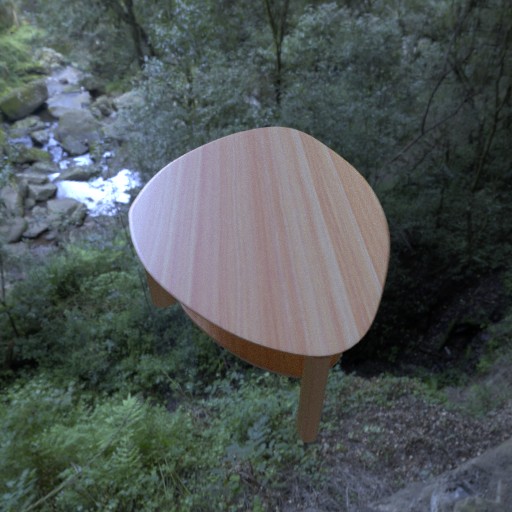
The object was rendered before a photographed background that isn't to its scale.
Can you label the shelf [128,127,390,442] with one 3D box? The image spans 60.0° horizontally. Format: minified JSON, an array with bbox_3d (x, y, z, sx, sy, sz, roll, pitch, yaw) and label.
[{"bbox_3d":[0.000,0.000,1.632,0.845,0.440,1.246,-2,40,-2],"label":"shelf"}]
